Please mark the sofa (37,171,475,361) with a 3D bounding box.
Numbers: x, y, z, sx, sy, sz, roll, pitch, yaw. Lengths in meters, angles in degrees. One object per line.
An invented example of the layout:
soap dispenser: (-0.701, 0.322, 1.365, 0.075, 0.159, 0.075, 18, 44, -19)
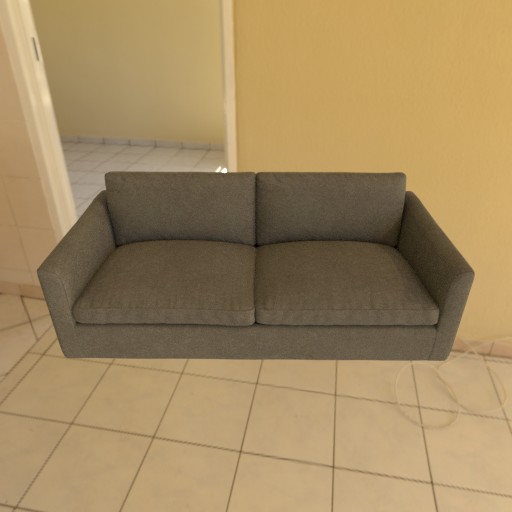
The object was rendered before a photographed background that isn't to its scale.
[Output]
sofa: (0.000, 0.000, 2.813, 2.257, 0.838, 1.092, 0, 30, 0)
